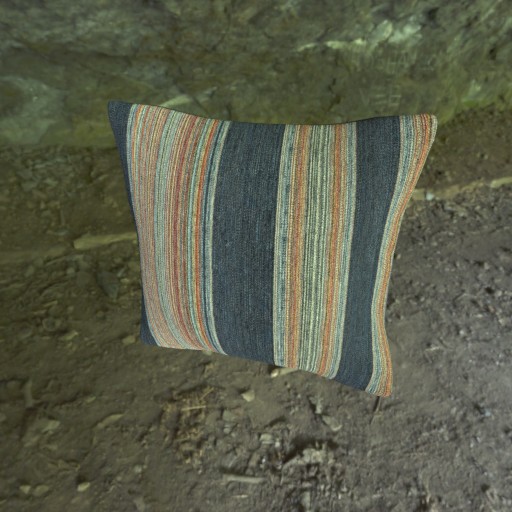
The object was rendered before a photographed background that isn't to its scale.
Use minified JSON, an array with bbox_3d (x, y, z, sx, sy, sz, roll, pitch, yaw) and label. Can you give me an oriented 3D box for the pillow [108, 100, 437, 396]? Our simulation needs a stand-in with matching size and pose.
[{"bbox_3d":[0.000,0.000,0.646,0.437,0.419,0.136,8,27,16],"label":"pillow"}]
